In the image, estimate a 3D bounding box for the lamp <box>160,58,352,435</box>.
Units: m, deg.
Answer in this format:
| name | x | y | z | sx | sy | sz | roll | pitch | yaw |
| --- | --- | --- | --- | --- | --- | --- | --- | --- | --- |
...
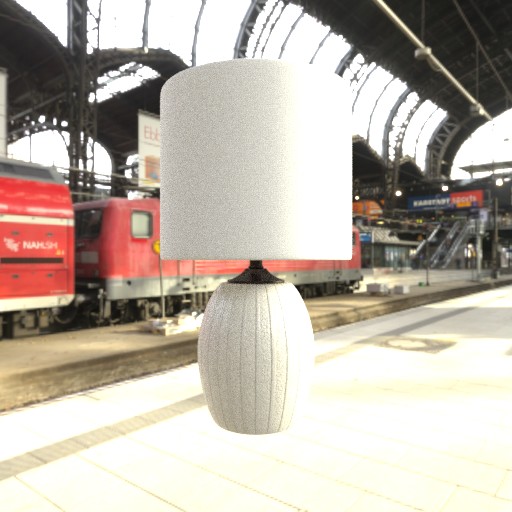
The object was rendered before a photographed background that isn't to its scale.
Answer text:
| name | x | y | z | sx | sy | sz | roll | pitch | yaw |
| --- | --- | --- | --- | --- | --- | --- | --- | --- | --- |
| lamp | 0.000 | 0.000 | 0.775 | 0.328 | 0.570 | 0.328 | 0 | 0 | 0 |
